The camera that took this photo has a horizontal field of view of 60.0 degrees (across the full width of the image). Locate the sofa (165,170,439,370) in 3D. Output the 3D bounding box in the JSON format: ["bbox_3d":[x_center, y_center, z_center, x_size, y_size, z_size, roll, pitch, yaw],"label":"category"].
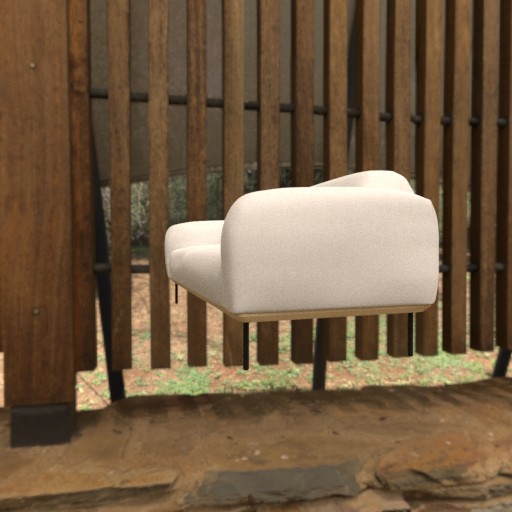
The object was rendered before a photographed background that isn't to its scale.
[{"bbox_3d":[0.000,0.000,2.637,0.880,0.780,2.257,0,1,-17],"label":"sofa"}]
